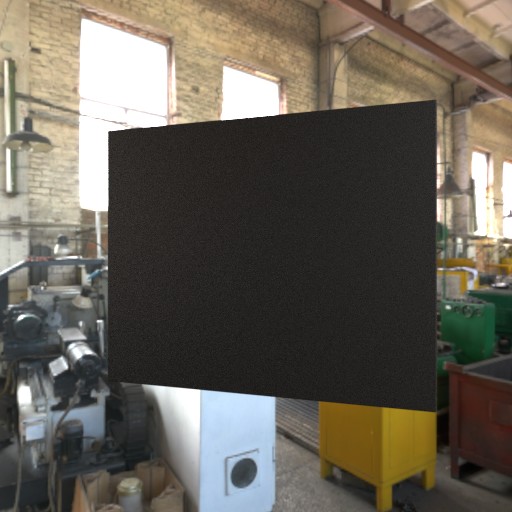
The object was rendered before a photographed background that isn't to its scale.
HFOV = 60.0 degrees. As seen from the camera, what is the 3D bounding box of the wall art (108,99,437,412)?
[{"bbox_3d":[0.000,0.000,0.738,0.558,0.457,0.031,0,0,17],"label":"wall art"}]
